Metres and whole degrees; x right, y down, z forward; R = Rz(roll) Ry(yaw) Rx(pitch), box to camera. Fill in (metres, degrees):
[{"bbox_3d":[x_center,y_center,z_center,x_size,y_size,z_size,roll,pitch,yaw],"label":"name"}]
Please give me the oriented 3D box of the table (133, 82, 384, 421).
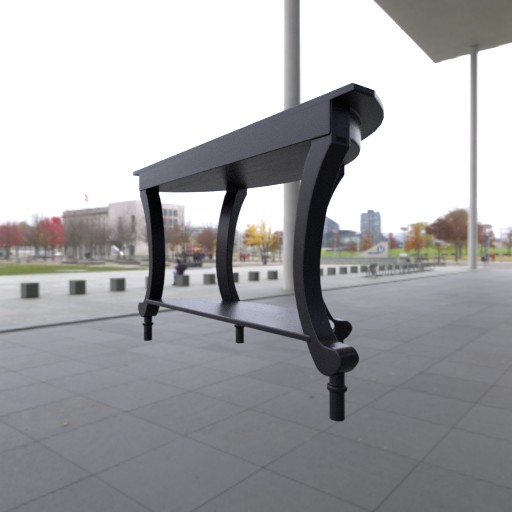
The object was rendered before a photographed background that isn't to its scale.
[{"bbox_3d":[0.000,0.000,1.471,0.394,0.692,1.198,0,1,-36],"label":"table"}]
